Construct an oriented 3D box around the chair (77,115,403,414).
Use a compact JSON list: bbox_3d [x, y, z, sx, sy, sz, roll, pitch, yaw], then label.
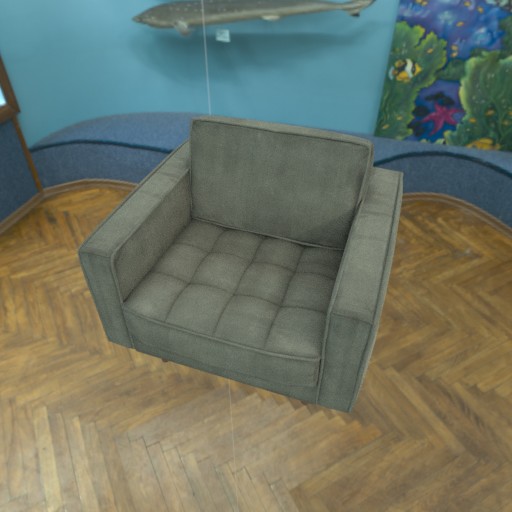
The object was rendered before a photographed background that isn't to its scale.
[{"bbox_3d":[0.000,0.000,1.584,0.928,0.773,0.843,13,43,14],"label":"chair"}]
